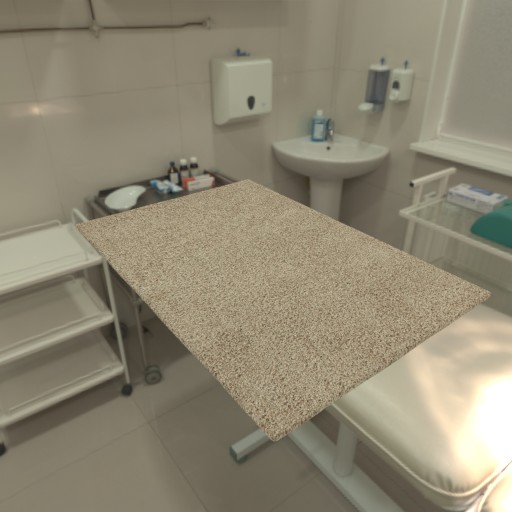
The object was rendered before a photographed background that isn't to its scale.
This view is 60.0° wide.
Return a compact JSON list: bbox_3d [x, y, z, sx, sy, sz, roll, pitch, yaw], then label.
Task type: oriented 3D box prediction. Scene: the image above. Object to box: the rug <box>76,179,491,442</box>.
[{"bbox_3d":[0.000,0.000,2.211,1.219,0.030,1.778,-21,36,-32],"label":"rug"}]
